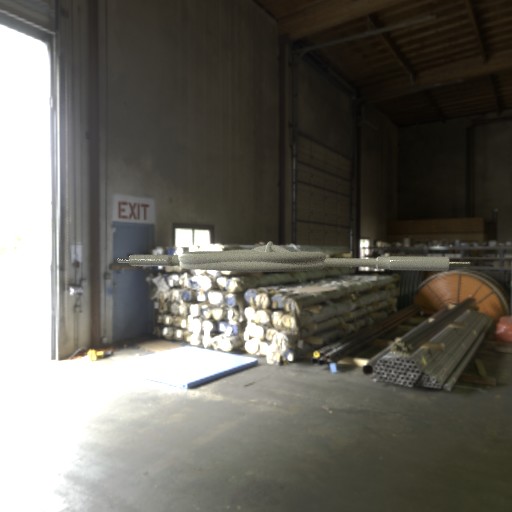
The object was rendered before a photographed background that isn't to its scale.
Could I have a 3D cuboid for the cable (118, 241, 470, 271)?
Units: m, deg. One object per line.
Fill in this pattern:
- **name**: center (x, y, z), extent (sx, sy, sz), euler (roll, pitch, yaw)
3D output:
- **cable**: center (0.000, 0.000, 0.206), extent (0.186, 0.014, 0.070), euler (0, 1, 19)
